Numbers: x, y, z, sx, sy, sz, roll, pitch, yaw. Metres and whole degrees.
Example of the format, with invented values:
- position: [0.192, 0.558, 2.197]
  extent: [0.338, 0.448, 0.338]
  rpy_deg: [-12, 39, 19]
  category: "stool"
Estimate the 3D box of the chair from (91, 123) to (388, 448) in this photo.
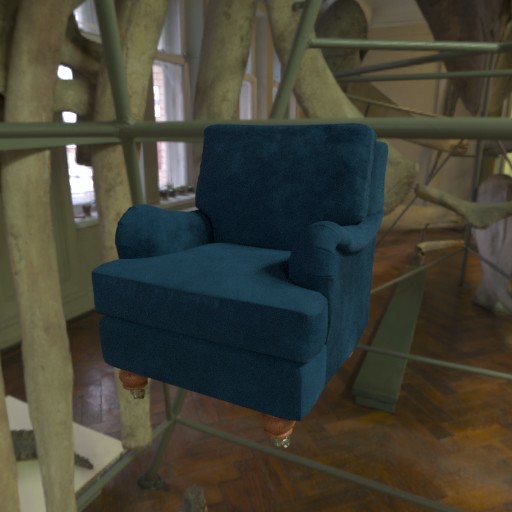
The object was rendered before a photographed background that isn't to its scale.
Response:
- position: [0.000, 0.000, 1.868]
  extent: [0.895, 1.076, 1.078]
  rpy_deg: [8, 18, 26]
  category: "chair"
